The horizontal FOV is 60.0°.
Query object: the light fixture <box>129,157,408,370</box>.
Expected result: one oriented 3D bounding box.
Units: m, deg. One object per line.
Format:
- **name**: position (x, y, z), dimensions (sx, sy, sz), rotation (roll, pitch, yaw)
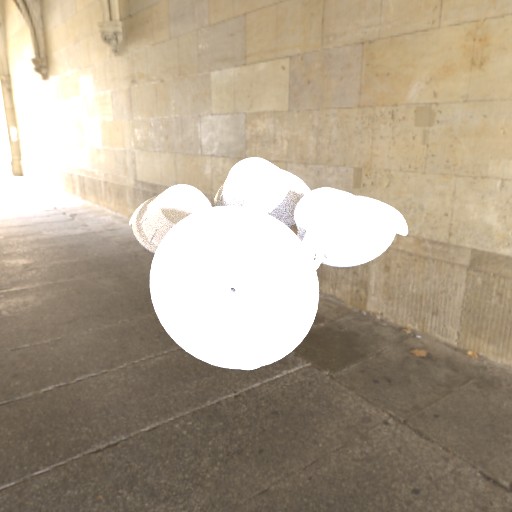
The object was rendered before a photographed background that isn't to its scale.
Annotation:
- **light fixture**: position (0.000, 0.000, 0.546), dimensions (0.369, 0.237, 0.278), rotation (3, 16, 9)
